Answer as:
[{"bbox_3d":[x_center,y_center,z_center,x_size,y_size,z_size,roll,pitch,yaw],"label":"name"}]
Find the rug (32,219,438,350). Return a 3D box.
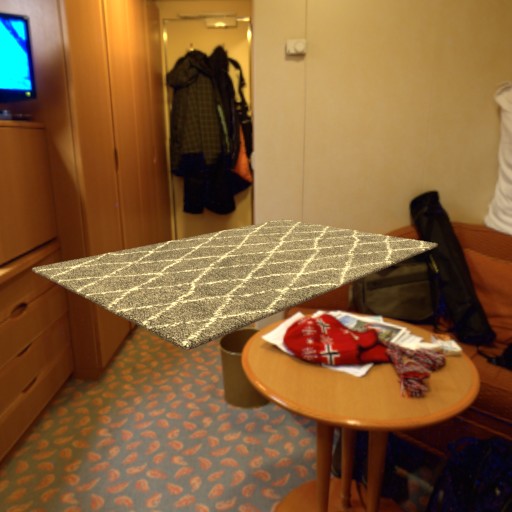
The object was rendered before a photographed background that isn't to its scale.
[{"bbox_3d":[0.000,0.000,3.497,1.778,0.030,2.743,14,20,42],"label":"rug"}]
